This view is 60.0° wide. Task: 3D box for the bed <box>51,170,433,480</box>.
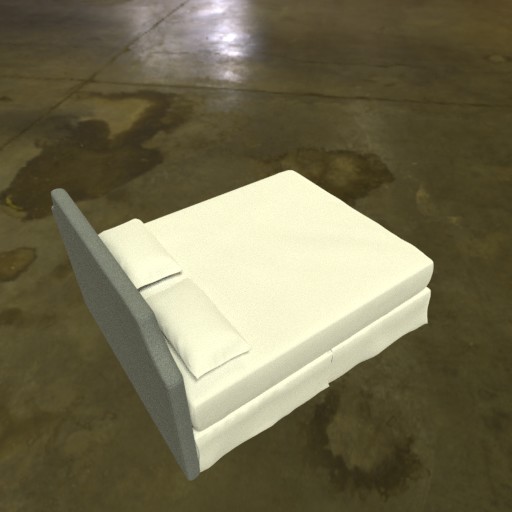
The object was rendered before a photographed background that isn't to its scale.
[{"bbox_3d":[0.000,0.000,3.302,2.259,1.296,1.811,-25,46,-26],"label":"bed"}]
